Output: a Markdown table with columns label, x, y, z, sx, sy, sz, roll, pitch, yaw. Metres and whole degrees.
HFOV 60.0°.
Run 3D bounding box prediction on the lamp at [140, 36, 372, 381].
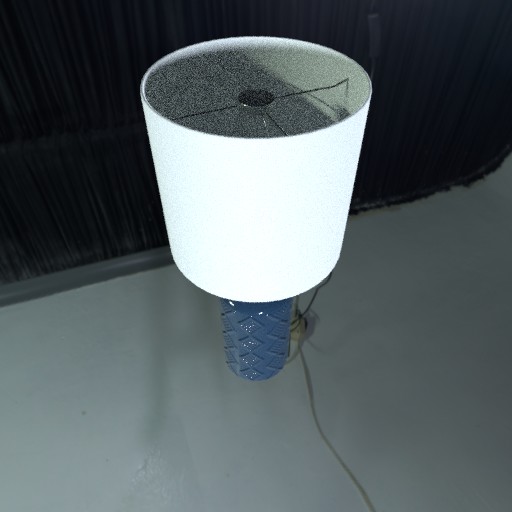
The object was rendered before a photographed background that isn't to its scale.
| label | x | y | z | sx | sy | sz | roll | pitch | yaw |
| --- | --- | --- | --- | --- | --- | --- | --- | --- | --- |
| lamp | 0.000 | 0.000 | 0.566 | 0.207 | 0.461 | 0.207 | -18 | 48 | -16 |
